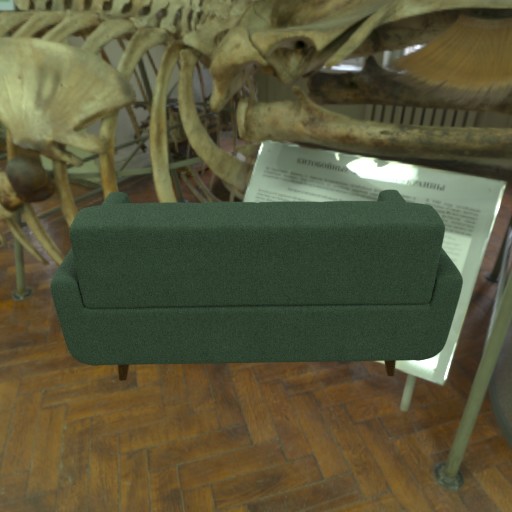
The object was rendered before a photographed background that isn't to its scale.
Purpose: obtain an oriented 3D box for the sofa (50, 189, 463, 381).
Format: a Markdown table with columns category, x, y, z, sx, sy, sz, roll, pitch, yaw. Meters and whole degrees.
| category | x | y | z | sx | sy | sz | roll | pitch | yaw |
| --- | --- | --- | --- | --- | --- | --- | --- | --- | --- |
| sofa | 0.000 | 0.000 | 2.184 | 1.631 | 0.841 | 0.909 | -1 | 31 | -1 |
